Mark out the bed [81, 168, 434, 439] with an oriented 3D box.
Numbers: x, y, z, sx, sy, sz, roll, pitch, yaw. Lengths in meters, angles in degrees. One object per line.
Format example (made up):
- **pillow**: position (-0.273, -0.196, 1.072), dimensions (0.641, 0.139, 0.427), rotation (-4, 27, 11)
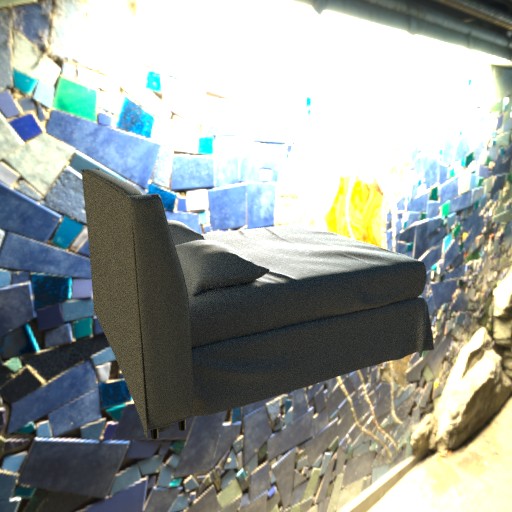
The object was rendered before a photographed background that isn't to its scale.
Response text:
- **bed**: position (0.000, 0.000, 3.471), dimensions (2.276, 1.332, 1.925), rotation (-8, 17, -26)
